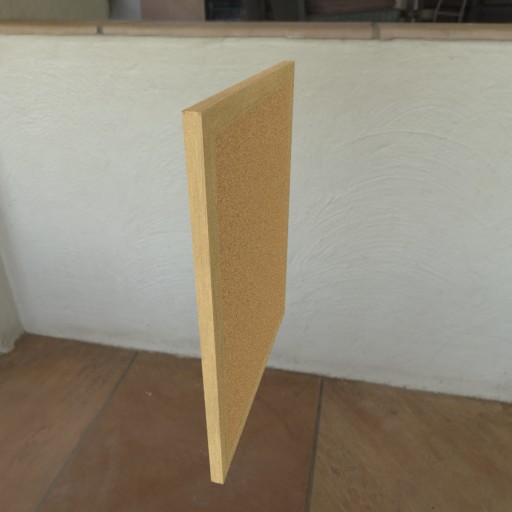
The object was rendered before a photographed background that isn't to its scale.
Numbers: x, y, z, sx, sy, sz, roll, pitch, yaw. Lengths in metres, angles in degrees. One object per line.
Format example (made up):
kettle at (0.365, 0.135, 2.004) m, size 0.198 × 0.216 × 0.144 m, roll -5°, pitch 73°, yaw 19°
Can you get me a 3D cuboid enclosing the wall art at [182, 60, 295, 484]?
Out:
wall art at (0.000, 0.000, 0.746) m, size 0.020 × 0.561 × 0.460 m, roll 8°, pitch 30°, yaw 13°
